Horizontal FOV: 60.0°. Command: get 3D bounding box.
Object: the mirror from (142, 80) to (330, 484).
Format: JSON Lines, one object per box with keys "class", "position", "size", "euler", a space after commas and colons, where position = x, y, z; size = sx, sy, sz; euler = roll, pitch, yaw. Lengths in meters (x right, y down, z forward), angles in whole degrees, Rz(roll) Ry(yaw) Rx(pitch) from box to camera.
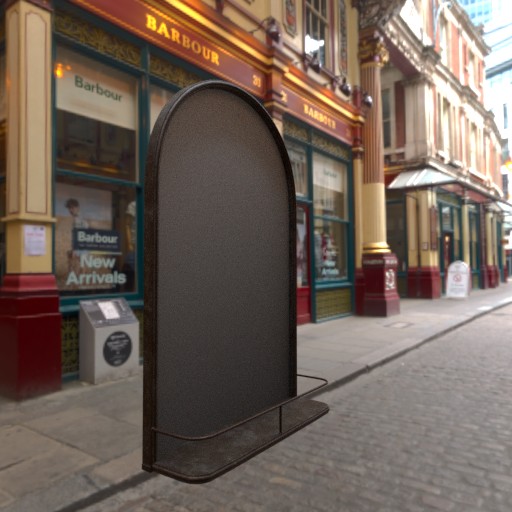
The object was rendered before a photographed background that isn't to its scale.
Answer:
{"class": "mirror", "position": [0.000, 0.000, 0.967], "size": [0.137, 0.770, 0.510], "euler": [-1, -2, 36]}
